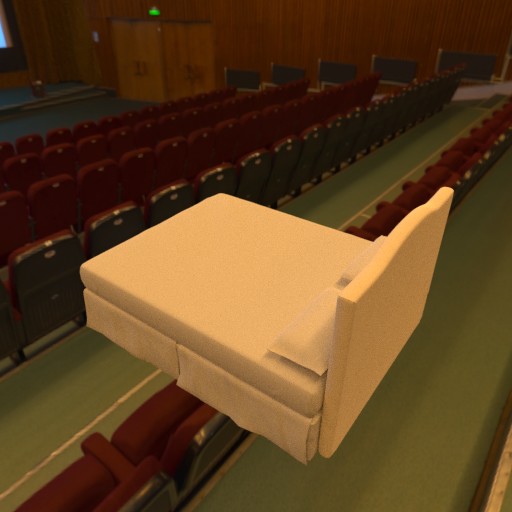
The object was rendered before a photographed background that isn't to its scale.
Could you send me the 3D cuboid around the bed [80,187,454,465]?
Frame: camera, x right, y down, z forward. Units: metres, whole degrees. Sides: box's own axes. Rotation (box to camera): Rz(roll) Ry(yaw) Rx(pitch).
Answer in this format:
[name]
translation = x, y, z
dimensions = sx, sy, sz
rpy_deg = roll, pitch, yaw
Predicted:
[bed]
translation = 0.000, 0.000, 3.721
dimensions = 2.477, 1.437, 1.977
rpy_deg = 22, 38, 30
